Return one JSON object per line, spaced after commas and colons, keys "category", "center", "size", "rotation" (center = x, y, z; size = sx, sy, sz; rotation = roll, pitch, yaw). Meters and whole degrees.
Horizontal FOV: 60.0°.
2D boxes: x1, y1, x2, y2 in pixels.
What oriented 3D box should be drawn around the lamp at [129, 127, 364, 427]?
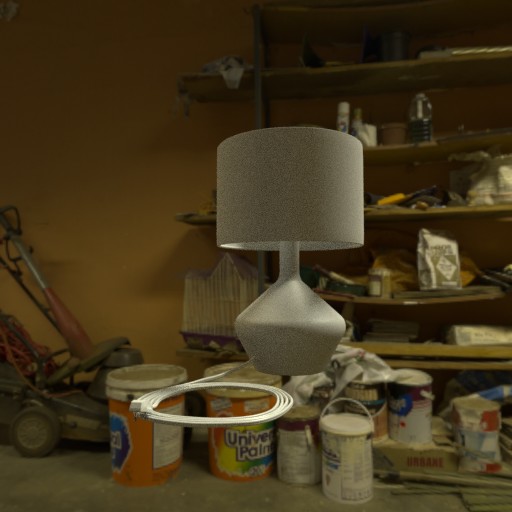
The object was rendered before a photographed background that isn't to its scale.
{"category": "lamp", "center": [0.000, 0.000, 0.823], "size": [0.546, 0.457, 0.401], "rotation": [2, -3, -36]}
